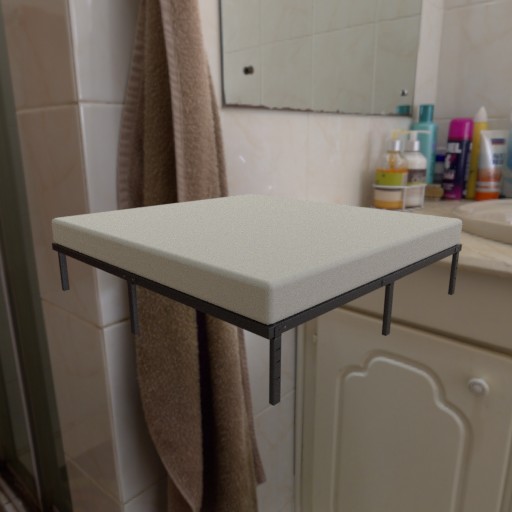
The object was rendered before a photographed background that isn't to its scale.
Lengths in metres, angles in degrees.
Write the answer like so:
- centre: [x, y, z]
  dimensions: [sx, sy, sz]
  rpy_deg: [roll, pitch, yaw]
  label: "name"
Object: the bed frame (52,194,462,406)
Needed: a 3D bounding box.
- centre: [0.000, 0.000, 3.951]
  dimensions: [2.635, 0.680, 2.526]
  rpy_deg: [14, 20, 42]
  label: "bed frame"
